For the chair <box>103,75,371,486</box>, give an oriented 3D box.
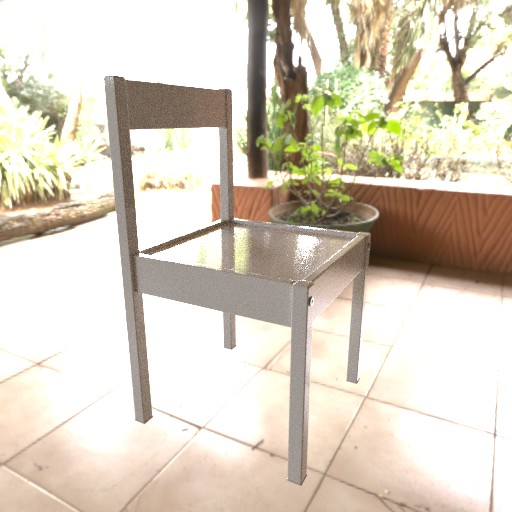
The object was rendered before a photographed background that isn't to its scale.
[{"bbox_3d":[0.000,0.000,0.682,0.285,0.505,0.285,9,19,27],"label":"chair"}]
